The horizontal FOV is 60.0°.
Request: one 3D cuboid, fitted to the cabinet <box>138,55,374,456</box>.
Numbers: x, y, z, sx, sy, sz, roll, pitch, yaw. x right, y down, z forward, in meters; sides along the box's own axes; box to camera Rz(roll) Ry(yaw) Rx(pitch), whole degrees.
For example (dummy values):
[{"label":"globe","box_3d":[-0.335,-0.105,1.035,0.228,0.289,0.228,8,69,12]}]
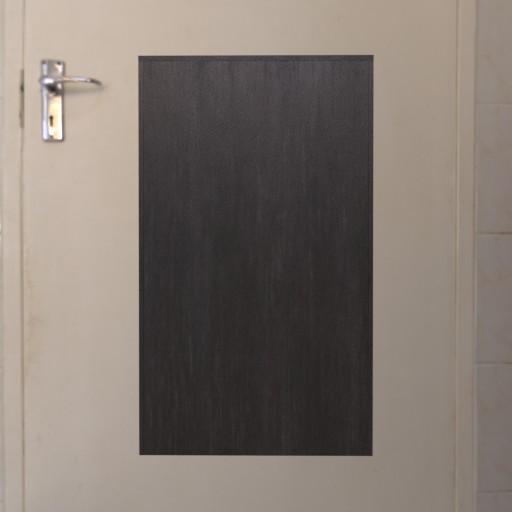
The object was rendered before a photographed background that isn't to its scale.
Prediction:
[{"label":"cabinet","box_3d":[0.000,0.000,1.541,0.750,1.280,0.250,0,1,0]}]
